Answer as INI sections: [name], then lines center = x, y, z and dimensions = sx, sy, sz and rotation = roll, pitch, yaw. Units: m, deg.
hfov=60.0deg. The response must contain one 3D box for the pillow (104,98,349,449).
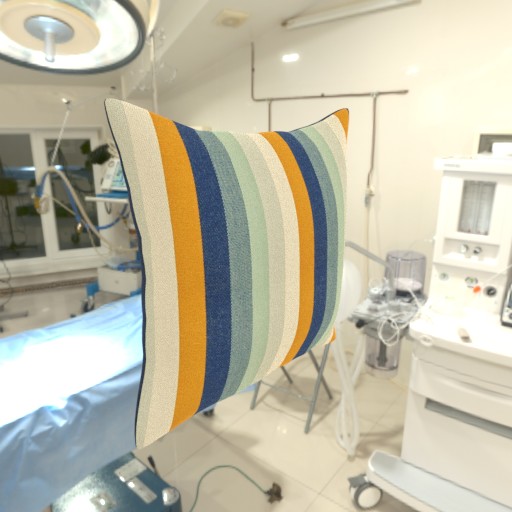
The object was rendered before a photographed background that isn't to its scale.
[pillow]
center = 0.000, 0.000, 0.699
dimensions = 0.173, 0.454, 0.463
rotation = 16, 22, 43
